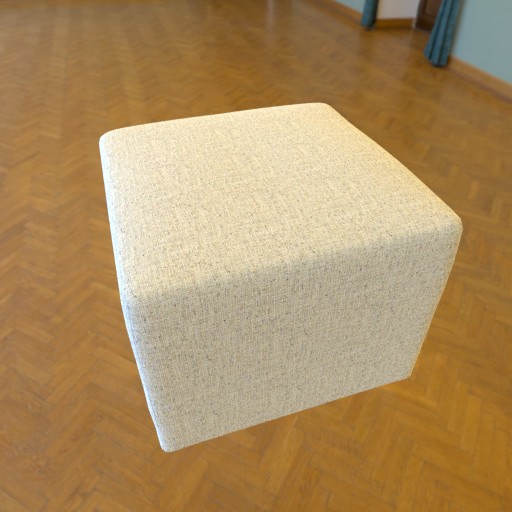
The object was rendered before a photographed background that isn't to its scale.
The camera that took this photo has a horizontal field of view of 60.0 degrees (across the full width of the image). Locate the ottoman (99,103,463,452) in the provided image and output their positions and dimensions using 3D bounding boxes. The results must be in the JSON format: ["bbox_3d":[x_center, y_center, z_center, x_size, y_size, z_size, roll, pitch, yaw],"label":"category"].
[{"bbox_3d":[0.000,0.000,0.903,0.521,0.453,0.512,-12,42,-14],"label":"ottoman"}]
